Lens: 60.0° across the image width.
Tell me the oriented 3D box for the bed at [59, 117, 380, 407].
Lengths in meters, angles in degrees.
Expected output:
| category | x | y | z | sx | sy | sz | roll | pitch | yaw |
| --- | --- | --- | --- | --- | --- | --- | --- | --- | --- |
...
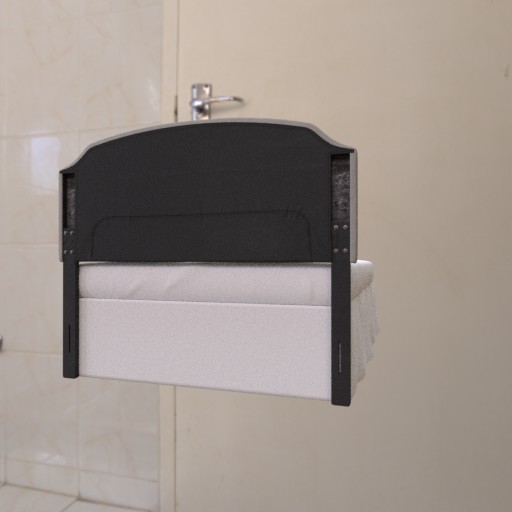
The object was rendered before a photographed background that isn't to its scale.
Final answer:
| category | x | y | z | sx | sy | sz | roll | pitch | yaw |
| --- | --- | --- | --- | --- | --- | --- | --- | --- | --- |
| bed | 0.000 | 0.000 | 3.019 | 1.558 | 1.270 | 1.999 | 0 | 0 | 18 |
